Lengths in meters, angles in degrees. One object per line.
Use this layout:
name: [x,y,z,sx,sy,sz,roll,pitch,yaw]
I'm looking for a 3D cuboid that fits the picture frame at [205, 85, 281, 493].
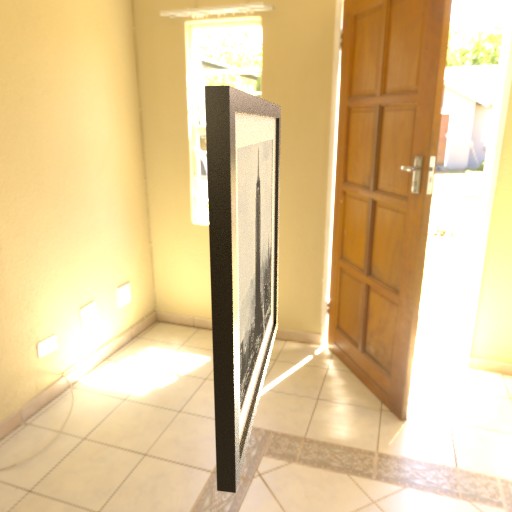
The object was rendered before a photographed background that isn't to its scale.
picture frame: [0.000,0.000,0.835,0.029,0.557,0.559,3,17,9]
